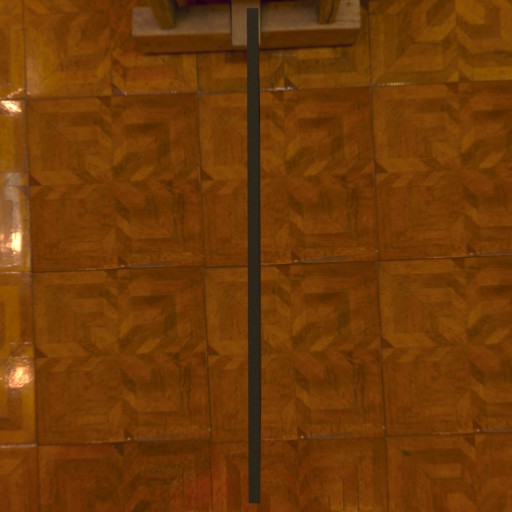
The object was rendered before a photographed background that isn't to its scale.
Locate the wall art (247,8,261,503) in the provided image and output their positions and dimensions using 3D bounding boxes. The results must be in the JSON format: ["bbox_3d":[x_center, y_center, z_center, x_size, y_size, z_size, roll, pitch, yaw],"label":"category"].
[{"bbox_3d":[0.000,0.000,1.186,0.026,0.656,0.958,0,90,1],"label":"wall art"}]
